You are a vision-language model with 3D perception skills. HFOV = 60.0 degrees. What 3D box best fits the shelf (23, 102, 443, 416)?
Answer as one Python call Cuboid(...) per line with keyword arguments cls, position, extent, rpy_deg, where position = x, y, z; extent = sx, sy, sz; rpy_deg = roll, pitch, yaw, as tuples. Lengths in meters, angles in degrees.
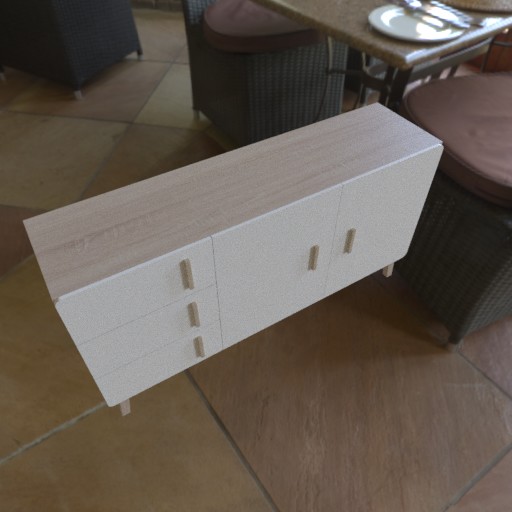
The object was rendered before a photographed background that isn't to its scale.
Cuboid(cls="shelf", position=(0.000, 0.000, 1.836), extent=(1.490, 0.780, 0.400), rpy_deg=(-24, 51, -21))
